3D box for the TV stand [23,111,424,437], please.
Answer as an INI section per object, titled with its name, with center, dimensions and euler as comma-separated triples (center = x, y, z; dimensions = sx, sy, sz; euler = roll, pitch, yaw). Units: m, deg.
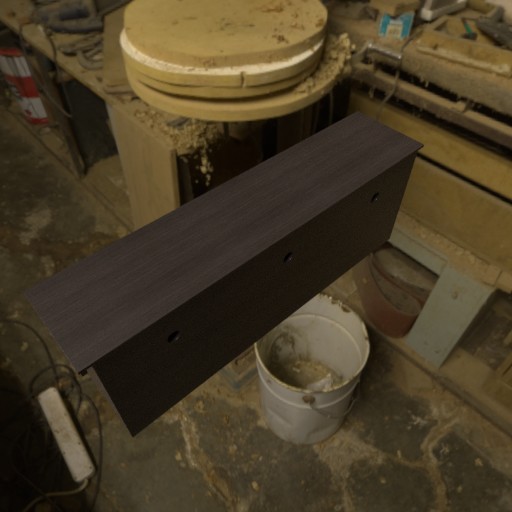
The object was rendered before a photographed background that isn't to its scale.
[TV stand]
center = 0.000, 0.000, 2.039
dimensions = 1.778, 0.610, 0.406
euler = -33, 56, -26
